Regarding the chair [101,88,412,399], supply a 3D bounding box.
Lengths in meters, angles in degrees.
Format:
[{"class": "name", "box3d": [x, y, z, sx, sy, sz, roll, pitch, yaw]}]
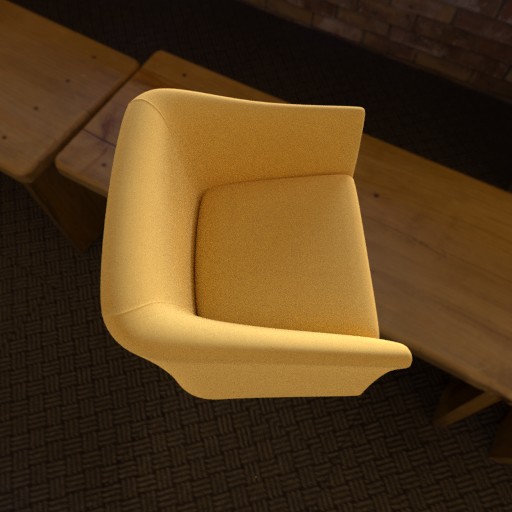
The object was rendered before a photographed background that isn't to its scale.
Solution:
[{"class": "chair", "box3d": [0.000, 0.000, 1.358, 0.700, 0.720, 0.790, -2, 64, -1]}]
